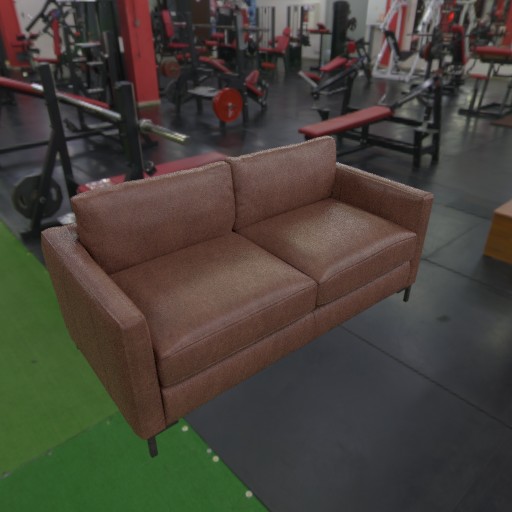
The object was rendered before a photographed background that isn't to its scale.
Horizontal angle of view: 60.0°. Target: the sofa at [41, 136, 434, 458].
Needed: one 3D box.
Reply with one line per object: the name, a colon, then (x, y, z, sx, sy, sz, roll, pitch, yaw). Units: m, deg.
sofa: (0.000, 0.000, 2.251, 1.797, 0.883, 0.899, -22, 37, -33)
